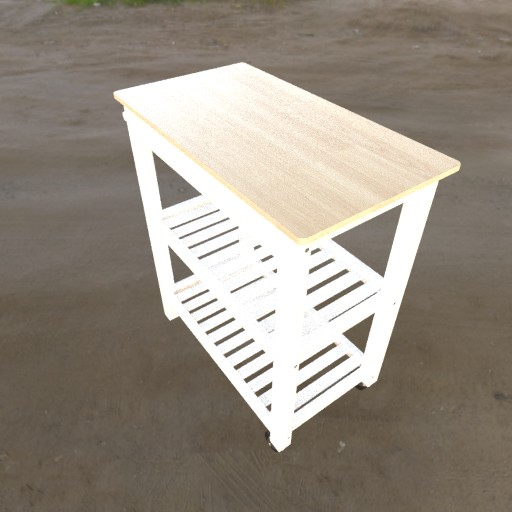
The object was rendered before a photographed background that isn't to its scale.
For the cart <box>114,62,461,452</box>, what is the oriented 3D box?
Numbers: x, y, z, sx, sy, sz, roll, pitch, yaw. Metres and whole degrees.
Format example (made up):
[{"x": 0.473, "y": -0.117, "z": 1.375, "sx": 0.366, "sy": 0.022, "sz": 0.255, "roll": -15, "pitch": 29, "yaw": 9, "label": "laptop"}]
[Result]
[{"x": 0.000, "y": 0.000, "z": 1.434, "sx": 0.457, "sy": 0.927, "sz": 0.899, "roll": -25, "pitch": 47, "yaw": -26, "label": "cart"}]
